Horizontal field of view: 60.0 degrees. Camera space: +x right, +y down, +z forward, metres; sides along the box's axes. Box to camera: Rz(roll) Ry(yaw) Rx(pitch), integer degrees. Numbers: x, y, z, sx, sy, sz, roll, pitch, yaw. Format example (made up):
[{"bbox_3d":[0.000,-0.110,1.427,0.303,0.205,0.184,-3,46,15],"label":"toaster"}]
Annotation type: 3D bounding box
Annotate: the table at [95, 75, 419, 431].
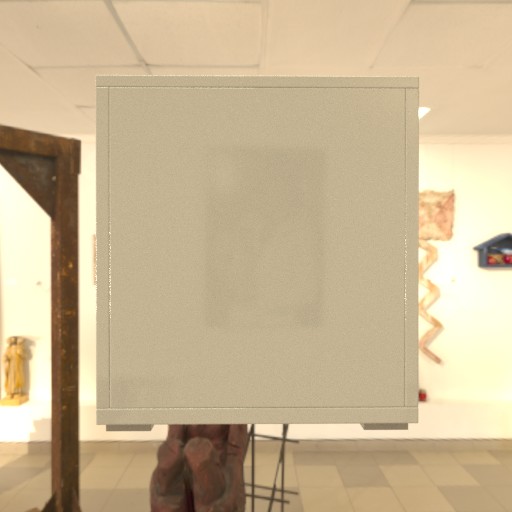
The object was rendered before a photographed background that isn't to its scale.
[{"bbox_3d":[0.000,0.000,0.775,0.420,0.470,0.400,0,0,-1],"label":"table"}]
